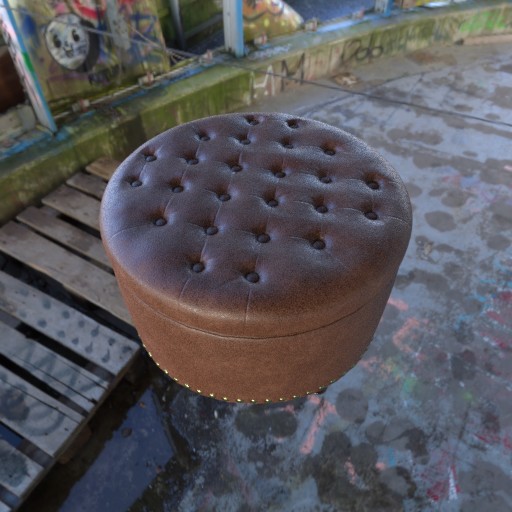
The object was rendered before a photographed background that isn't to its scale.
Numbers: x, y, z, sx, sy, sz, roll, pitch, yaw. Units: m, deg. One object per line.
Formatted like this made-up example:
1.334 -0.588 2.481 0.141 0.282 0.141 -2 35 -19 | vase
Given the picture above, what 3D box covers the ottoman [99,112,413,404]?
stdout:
0.000 0.000 1.059 0.637 0.442 0.637 0 47 0 | ottoman
